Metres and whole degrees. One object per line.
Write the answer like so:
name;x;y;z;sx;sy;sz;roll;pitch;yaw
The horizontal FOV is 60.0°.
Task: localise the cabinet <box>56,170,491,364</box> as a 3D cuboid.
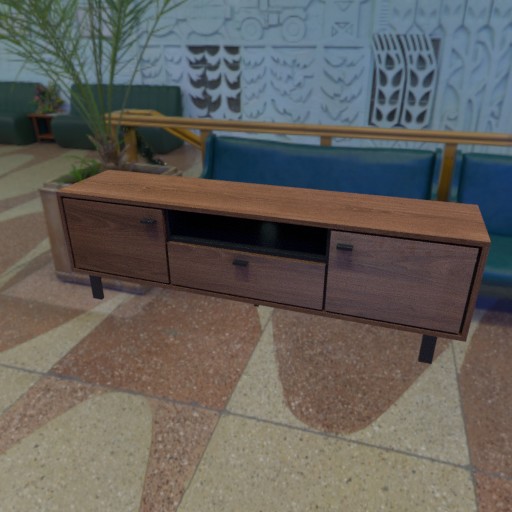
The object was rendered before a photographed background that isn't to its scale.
cabinet;0.000;0.000;1.863;1.650;0.500;0.400;8;27;17
